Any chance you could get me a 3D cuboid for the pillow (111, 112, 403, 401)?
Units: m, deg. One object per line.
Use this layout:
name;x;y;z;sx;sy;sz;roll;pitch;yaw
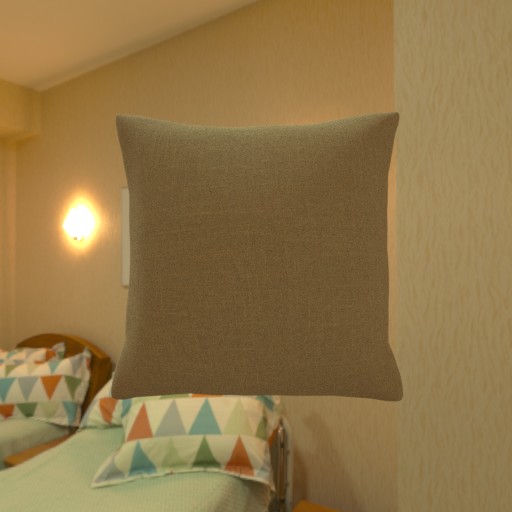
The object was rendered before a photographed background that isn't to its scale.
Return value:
pillow;0.000;0.000;0.782;0.512;0.506;0.178;0;-2;1
